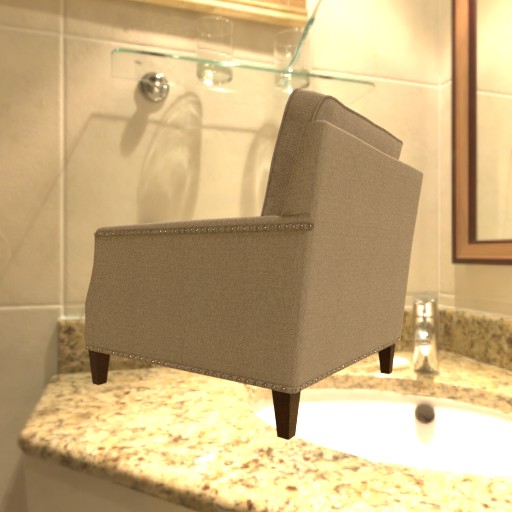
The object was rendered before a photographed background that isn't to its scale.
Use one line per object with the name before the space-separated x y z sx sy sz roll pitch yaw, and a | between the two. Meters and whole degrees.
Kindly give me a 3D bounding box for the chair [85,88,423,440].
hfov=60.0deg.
chair | 0.000 0.000 1.692 1.014 0.943 0.853 0 0 36
